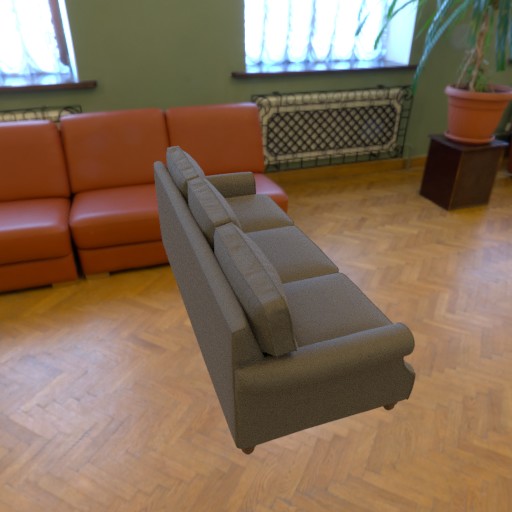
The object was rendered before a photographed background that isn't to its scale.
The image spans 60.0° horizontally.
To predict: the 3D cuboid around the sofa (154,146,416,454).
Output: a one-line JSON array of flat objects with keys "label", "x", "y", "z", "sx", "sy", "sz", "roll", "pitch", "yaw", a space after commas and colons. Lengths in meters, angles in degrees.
[{"label": "sofa", "x": 0.000, "y": 0.000, "z": 2.893, "sx": 0.966, "sy": 0.948, "sz": 2.353, "roll": -10, "pitch": 32, "yaw": -17}]
